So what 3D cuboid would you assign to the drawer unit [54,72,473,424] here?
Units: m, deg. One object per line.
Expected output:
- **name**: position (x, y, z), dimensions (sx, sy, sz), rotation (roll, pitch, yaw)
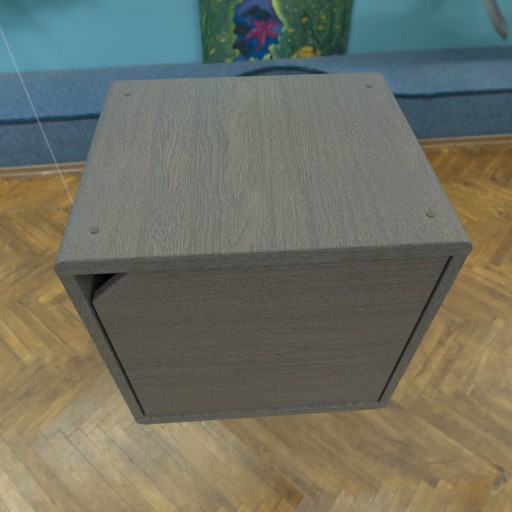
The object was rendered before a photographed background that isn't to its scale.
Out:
- **drawer unit**: position (0.000, 0.000, 0.578), dimensions (0.344, 0.344, 0.290), rotation (-3, 49, -3)
